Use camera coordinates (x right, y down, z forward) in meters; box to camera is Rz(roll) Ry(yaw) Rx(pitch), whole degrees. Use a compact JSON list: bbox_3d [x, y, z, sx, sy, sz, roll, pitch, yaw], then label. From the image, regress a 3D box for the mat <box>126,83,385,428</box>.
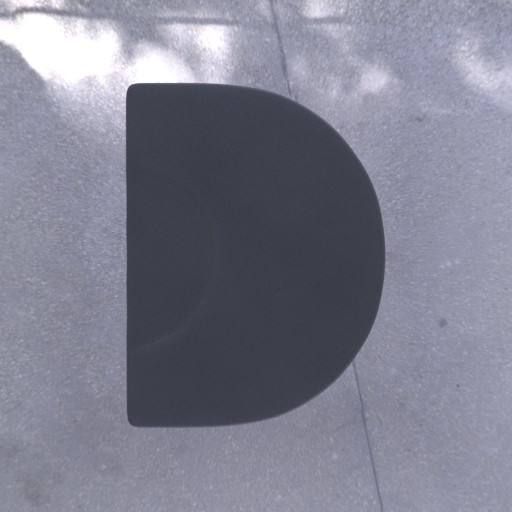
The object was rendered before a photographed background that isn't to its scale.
[{"bbox_3d":[0.000,0.000,1.567,0.917,0.016,1.220,0,91,0],"label":"mat"}]
